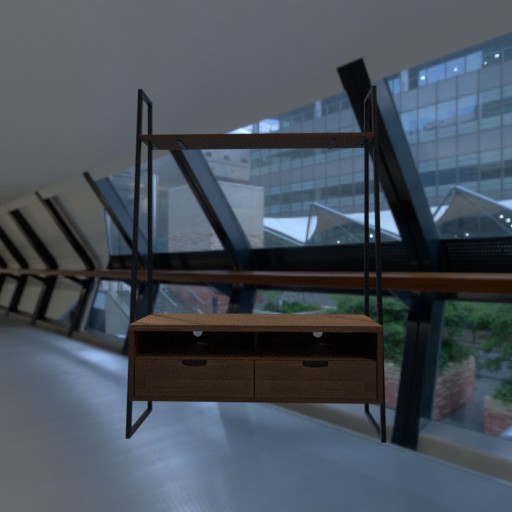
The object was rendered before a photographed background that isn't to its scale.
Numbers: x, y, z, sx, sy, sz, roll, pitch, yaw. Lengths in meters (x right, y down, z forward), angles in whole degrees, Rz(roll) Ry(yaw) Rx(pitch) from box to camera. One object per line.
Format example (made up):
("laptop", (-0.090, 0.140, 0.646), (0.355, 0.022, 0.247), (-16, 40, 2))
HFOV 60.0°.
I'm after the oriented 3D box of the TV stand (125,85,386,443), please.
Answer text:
("TV stand", (0.000, 0.000, 2.319), (1.250, 1.772, 0.432), (0, 0, 2))
